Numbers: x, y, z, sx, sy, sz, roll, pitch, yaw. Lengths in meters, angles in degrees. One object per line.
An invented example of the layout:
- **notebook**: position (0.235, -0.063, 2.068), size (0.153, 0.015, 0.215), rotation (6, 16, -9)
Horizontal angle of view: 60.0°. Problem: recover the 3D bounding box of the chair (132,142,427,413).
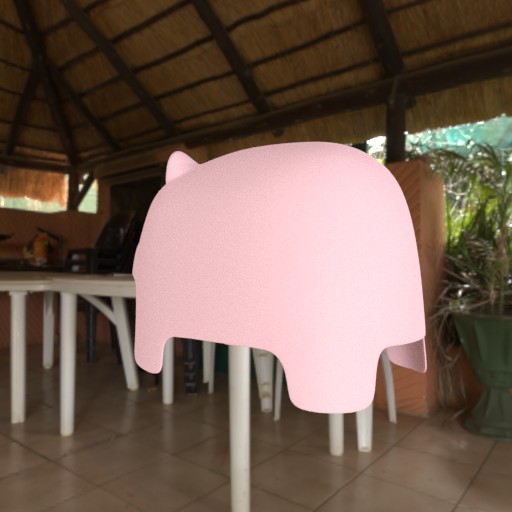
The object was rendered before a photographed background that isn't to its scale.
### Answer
- **chair**: position (0.000, 0.000, 0.857), size (0.619, 0.423, 0.364), rotation (-1, -2, 38)
